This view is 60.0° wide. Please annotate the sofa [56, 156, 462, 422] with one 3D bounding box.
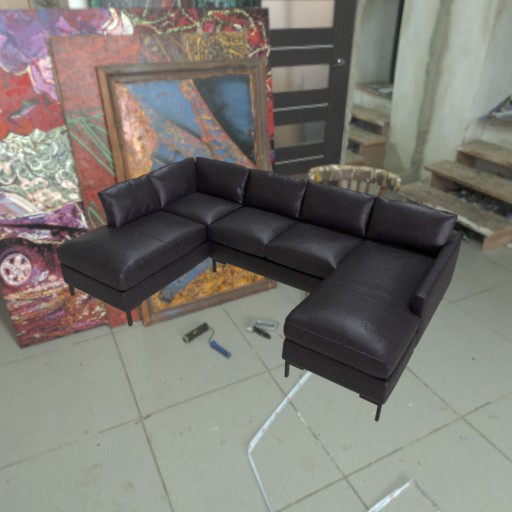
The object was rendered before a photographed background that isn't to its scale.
[{"bbox_3d":[0.000,0.000,3.868,2.956,0.900,1.939,19,35,29],"label":"sofa"}]
